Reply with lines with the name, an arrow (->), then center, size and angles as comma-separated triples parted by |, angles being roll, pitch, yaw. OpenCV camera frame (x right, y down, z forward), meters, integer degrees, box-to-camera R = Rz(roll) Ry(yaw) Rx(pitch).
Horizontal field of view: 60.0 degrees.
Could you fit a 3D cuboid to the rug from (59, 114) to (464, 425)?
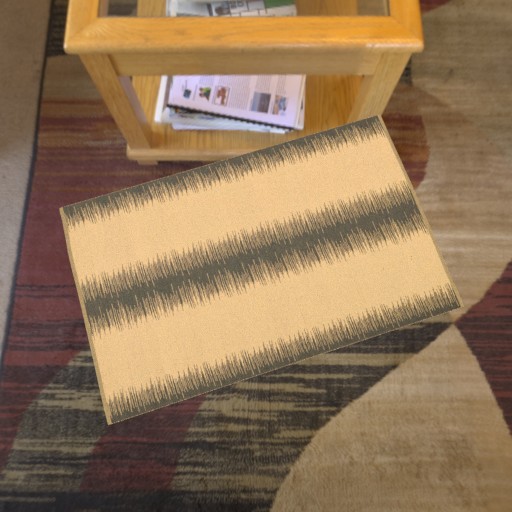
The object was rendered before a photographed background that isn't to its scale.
rug -> 0.000, 0.000, 3.054 | 2.453, 0.003, 1.519 | -17, 76, -4
